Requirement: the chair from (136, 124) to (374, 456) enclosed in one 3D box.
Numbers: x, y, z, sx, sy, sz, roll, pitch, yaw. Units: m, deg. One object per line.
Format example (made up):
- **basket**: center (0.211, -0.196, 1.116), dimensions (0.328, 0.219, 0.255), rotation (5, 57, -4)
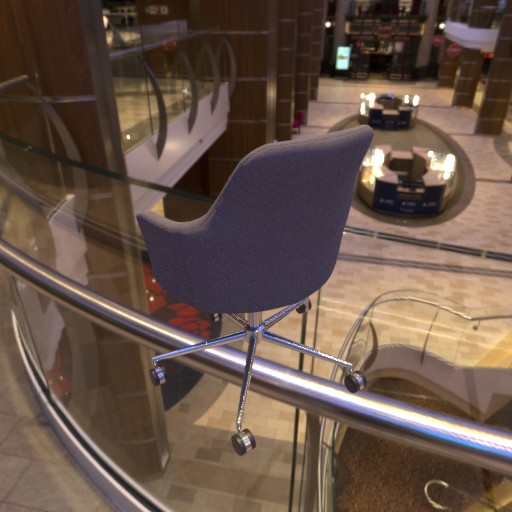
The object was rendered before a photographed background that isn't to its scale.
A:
- **chair**: center (0.000, 0.000, 1.283), dimensions (0.655, 0.820, 0.600), rotation (-19, 35, -29)
